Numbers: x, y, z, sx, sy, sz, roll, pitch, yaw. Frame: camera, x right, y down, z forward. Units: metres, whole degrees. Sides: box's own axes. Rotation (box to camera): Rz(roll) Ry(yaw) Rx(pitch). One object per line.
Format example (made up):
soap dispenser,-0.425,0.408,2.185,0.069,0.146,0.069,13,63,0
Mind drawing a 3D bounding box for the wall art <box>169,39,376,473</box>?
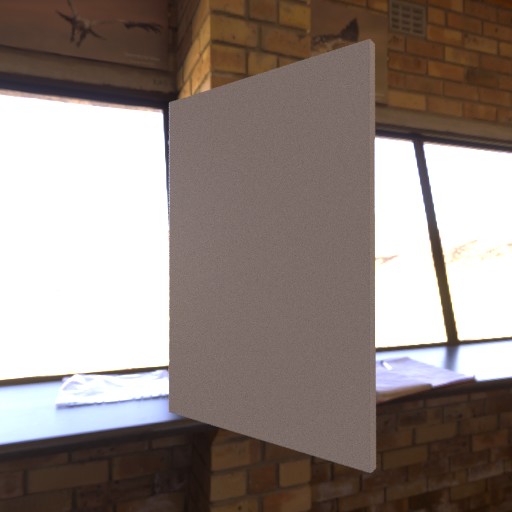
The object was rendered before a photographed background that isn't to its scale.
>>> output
wall art,0.000,0.000,1.462,0.808,1.183,0.038,0,-1,37
